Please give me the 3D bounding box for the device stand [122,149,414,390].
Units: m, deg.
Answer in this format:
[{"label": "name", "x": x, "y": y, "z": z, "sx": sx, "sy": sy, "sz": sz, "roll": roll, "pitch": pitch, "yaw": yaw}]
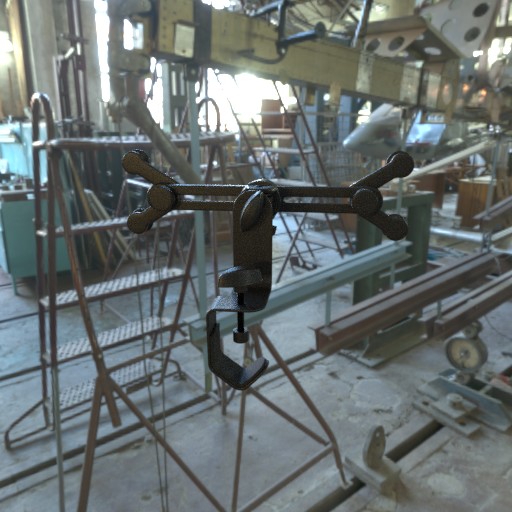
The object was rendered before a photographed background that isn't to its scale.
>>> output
[{"label": "device stand", "x": 0.000, "y": 0.000, "z": 0.370, "sx": 0.270, "sy": 0.166, "sz": 0.142, "roll": 2, "pitch": 16, "yaw": 6}]
